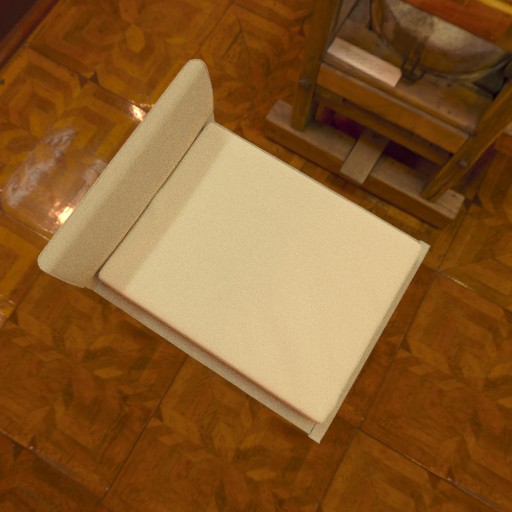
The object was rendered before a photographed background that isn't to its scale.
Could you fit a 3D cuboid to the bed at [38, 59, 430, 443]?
[{"bbox_3d":[0.000,0.000,3.646,2.498,1.126,1.980,32,79,7],"label":"bed"}]
